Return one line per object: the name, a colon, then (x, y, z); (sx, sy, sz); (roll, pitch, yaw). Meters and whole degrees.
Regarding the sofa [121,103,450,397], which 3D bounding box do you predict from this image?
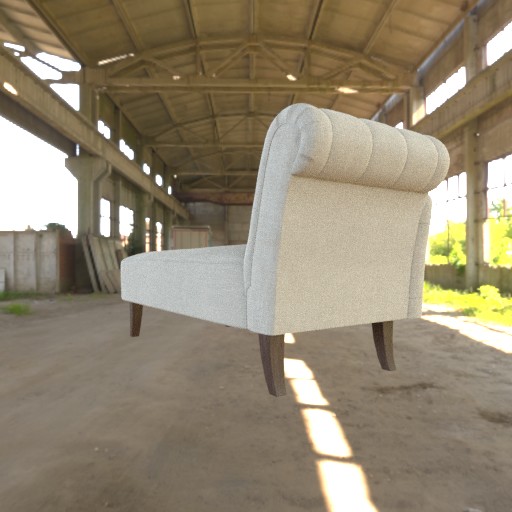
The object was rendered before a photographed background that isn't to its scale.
sofa: (0.000, 0.000, 1.799); (0.675, 0.787, 1.379); (0, 0, -35)
